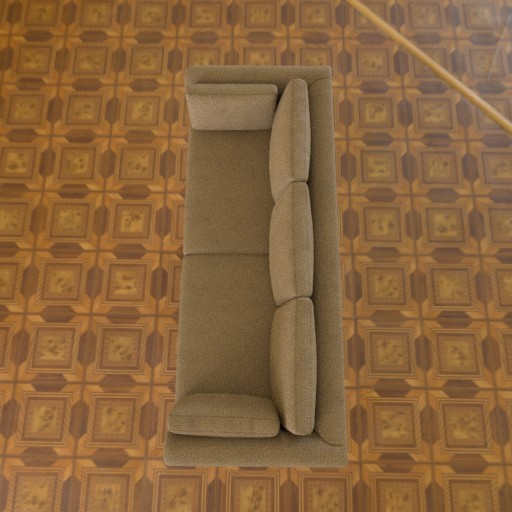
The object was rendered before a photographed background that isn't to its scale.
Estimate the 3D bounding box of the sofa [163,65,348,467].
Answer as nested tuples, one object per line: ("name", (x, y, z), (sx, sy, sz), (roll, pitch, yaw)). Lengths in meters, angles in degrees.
("sofa", (0.000, 0.000, 2.890), (0.969, 0.867, 2.415), (0, 75, 0))
